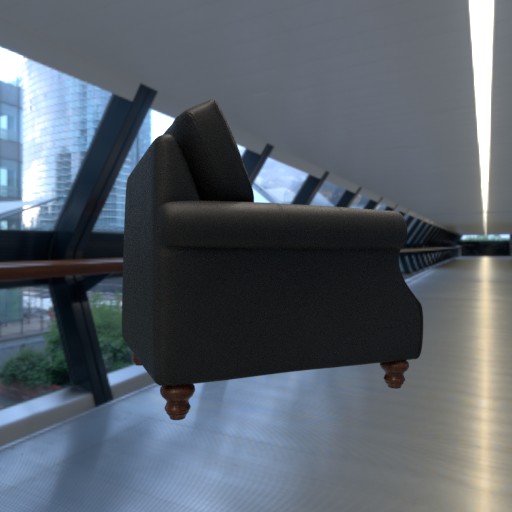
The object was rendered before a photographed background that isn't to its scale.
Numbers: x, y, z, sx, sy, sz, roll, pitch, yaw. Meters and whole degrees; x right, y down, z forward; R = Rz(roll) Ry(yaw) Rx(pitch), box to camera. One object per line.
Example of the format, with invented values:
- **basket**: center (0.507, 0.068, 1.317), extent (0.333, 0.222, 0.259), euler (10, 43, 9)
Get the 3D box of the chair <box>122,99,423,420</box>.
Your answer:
- **chair**: center (0.000, 0.000, 1.799), extent (1.027, 0.960, 1.015), euler (0, 0, -18)
